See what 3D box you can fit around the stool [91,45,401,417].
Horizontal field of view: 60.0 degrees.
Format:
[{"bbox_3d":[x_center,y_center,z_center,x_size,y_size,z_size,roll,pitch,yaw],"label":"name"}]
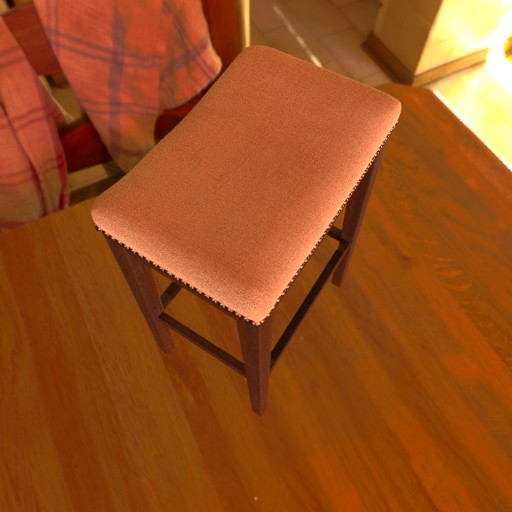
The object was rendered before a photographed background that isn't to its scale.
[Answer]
[{"bbox_3d":[0.000,0.000,1.068,0.363,0.768,0.509,29,65,15],"label":"stool"}]
